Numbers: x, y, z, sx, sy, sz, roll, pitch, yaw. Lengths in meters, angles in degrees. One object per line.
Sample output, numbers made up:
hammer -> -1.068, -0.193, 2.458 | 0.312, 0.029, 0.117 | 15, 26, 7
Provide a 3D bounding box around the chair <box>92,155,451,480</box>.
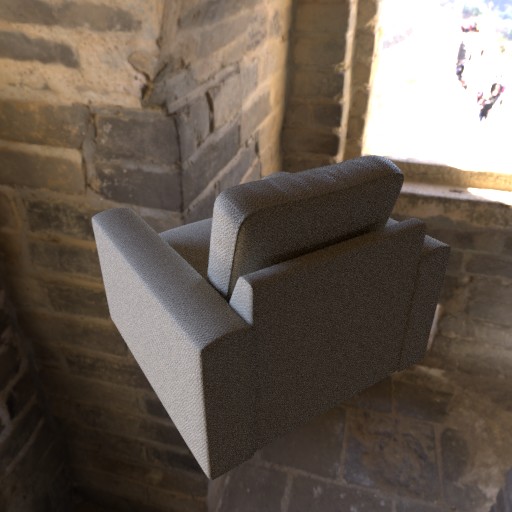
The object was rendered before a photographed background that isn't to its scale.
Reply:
chair -> 0.000, 0.000, 1.755 | 1.005, 0.873, 1.016 | -18, 34, -28
